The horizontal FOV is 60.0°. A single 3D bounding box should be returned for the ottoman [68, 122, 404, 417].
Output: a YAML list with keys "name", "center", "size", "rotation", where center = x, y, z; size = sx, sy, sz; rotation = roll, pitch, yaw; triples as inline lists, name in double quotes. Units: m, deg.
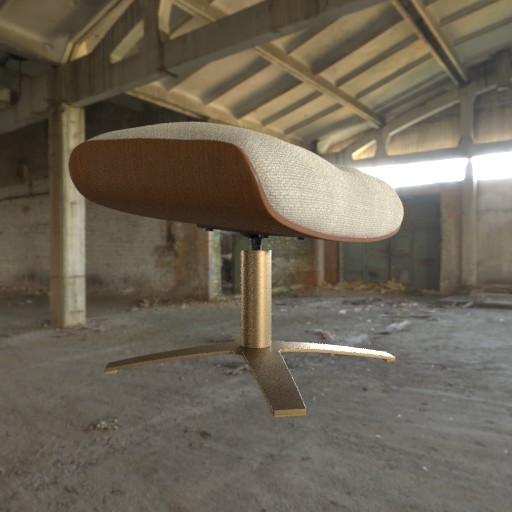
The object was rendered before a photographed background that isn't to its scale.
- name: "ottoman"
  center: [0.000, 0.000, 0.797]
  size: [0.394, 0.391, 0.520]
  rotation: [0, 0, 36]
